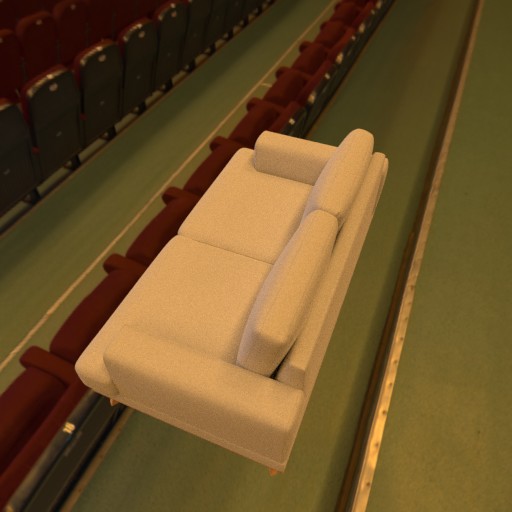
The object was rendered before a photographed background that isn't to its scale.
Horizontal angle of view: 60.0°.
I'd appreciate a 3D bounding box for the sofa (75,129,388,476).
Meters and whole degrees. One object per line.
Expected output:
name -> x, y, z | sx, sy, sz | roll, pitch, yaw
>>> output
sofa -> 0.000, 0.000, 2.125 | 0.915, 0.810, 1.651 | 17, 50, 15
